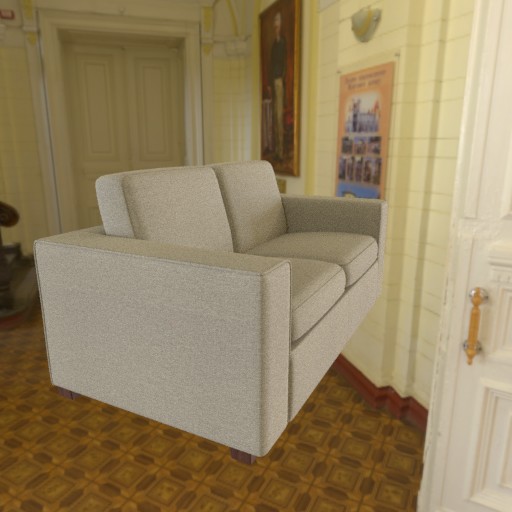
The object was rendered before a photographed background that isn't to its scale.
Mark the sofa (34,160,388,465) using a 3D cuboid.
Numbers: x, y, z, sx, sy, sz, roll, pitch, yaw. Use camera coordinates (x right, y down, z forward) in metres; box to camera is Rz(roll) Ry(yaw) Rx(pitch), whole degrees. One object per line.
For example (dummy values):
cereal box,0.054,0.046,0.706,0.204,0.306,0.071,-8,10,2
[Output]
sofa,0.000,0.000,2.312,1.007,0.924,1.812,7,16,26
